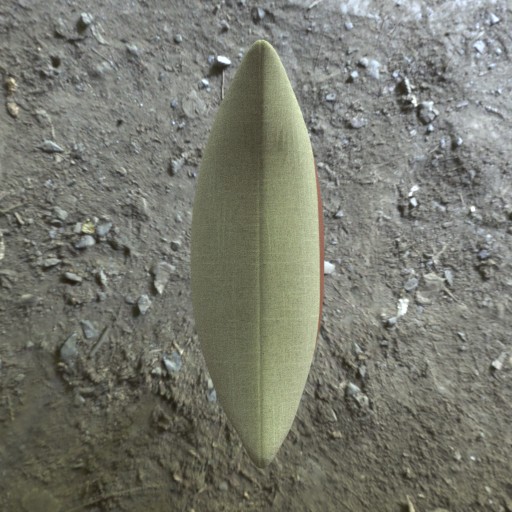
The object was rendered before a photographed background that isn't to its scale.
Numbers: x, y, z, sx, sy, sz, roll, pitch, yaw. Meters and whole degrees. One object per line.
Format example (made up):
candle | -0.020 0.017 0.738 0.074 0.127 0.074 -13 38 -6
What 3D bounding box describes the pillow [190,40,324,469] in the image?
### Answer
pillow | 0.000 0.000 0.621 0.173 0.399 0.414 0 89 -2
